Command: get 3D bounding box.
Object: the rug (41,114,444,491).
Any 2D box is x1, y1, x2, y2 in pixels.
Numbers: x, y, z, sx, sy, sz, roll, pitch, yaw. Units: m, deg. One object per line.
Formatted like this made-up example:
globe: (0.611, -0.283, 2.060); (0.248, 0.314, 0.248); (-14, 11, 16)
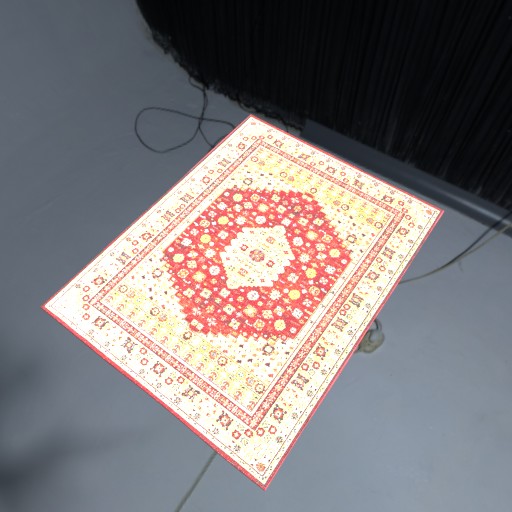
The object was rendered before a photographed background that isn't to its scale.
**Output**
rug: (0.000, 0.000, 4.110); (2.387, 0.013, 3.053); (32, 63, 18)
